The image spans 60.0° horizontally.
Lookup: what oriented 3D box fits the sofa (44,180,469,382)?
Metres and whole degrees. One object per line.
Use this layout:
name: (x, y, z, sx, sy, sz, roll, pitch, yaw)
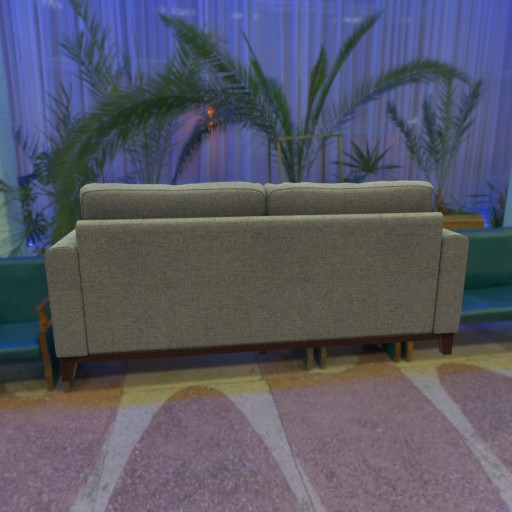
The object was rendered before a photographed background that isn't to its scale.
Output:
sofa: (0.000, 0.000, 2.514, 1.978, 0.892, 0.969, -2, 14, -8)
